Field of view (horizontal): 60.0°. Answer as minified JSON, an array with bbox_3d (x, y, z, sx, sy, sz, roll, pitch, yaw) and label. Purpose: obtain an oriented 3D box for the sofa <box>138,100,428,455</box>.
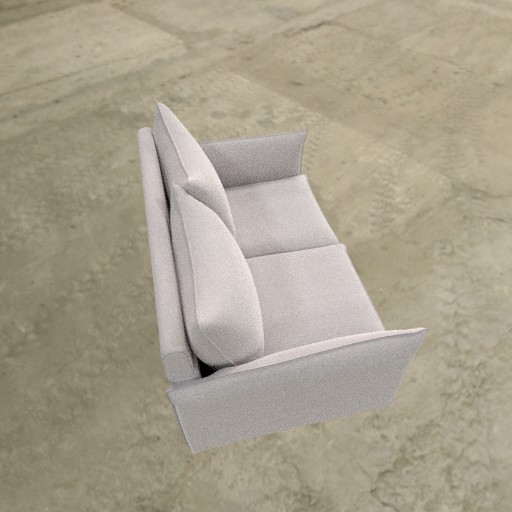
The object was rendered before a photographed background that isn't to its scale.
[{"bbox_3d":[0.000,0.000,1.838,0.820,0.840,1.300,-10,47,-9],"label":"sofa"}]
